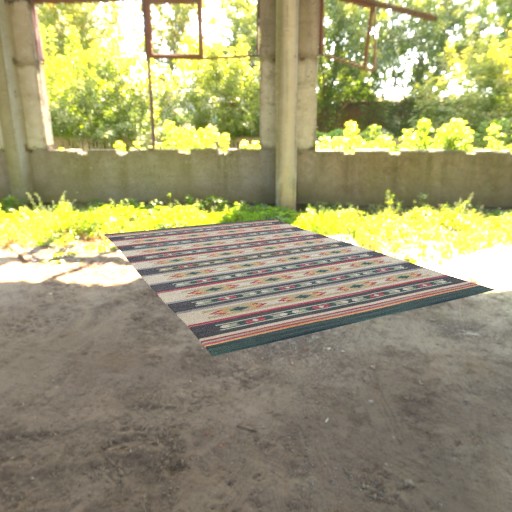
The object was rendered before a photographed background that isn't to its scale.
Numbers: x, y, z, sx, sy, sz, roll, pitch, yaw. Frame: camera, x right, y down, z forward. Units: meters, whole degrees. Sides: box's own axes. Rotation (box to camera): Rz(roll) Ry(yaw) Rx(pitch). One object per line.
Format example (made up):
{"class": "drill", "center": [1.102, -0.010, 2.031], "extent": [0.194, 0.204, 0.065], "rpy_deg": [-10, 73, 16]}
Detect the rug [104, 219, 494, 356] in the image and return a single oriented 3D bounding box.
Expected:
{"class": "rug", "center": [0.000, 0.000, 2.293], "extent": [1.221, 0.009, 1.825], "rpy_deg": [-8, 17, -26]}
